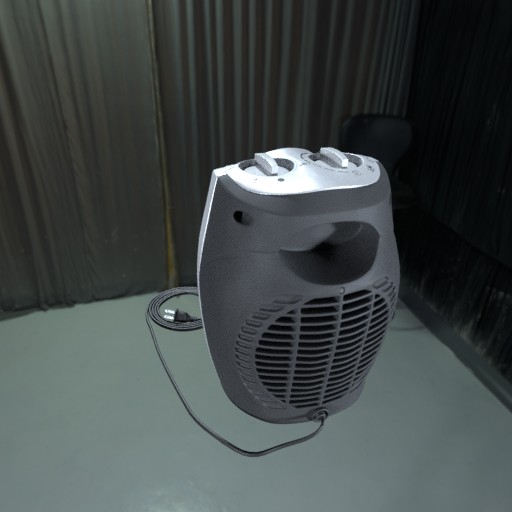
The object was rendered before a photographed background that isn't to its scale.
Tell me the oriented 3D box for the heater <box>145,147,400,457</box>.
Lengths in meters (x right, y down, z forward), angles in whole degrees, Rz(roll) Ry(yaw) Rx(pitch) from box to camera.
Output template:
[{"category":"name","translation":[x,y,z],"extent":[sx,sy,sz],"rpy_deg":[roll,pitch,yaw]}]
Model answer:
[{"category":"heater","translation":[0.000,0.000,0.465],"extent":[0.239,0.240,0.291],"rpy_deg":[-8,29,-15]}]
